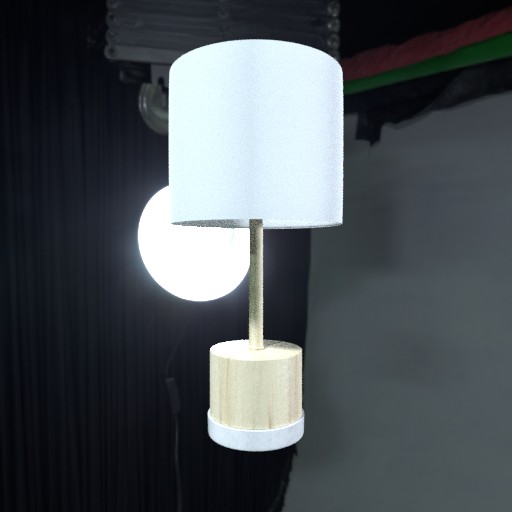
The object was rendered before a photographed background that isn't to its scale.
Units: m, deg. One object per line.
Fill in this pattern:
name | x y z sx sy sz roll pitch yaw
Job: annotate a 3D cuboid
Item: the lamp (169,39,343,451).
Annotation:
lamp | 0.000 0.000 0.594 0.229 0.470 0.229 1 1 38
